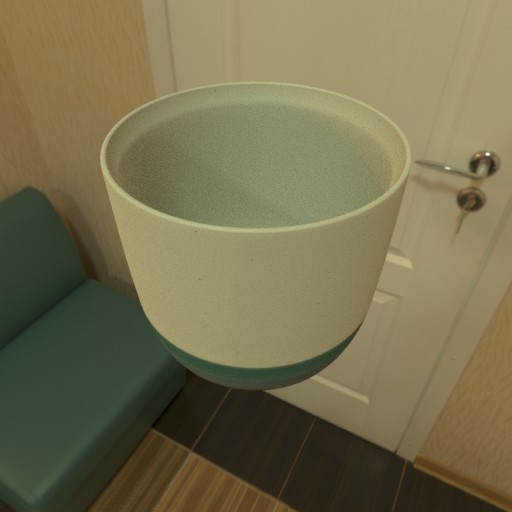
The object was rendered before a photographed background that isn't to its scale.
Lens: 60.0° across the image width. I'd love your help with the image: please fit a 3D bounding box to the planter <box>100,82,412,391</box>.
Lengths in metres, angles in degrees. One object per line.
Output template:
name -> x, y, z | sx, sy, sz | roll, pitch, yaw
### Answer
planter -> 0.000, 0.000, 0.369 | 0.204, 0.214, 0.204 | 0, 42, 0
